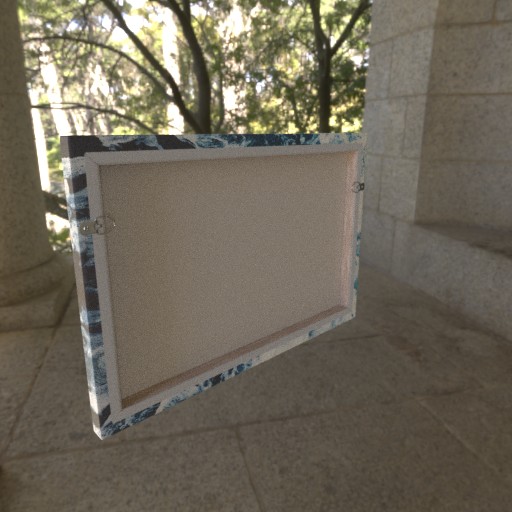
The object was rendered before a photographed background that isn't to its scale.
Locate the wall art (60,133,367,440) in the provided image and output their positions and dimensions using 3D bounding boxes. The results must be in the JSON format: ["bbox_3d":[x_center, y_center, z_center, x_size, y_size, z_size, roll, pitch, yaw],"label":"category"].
[{"bbox_3d":[0.000,0.000,1.149,0.915,0.610,0.042,-15,21,-42],"label":"wall art"}]
